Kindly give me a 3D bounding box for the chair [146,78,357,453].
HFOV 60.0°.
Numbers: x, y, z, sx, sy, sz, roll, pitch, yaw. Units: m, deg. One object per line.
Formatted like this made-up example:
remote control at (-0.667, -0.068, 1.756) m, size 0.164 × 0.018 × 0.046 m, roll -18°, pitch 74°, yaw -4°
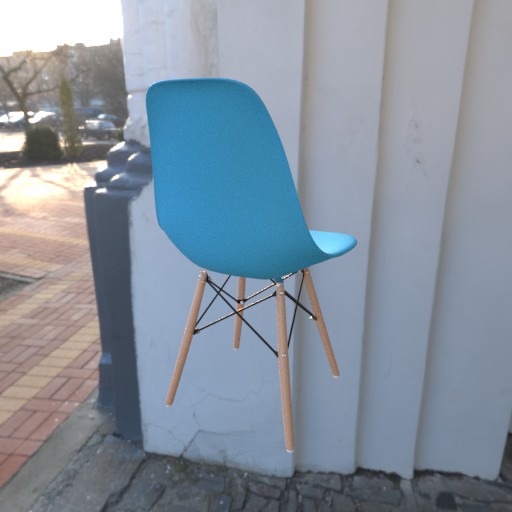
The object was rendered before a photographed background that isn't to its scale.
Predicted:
chair at (0.000, 0.000, 1.155) m, size 0.470 × 0.826 × 0.531 m, roll 9°, pitch 20°, yaw 27°
